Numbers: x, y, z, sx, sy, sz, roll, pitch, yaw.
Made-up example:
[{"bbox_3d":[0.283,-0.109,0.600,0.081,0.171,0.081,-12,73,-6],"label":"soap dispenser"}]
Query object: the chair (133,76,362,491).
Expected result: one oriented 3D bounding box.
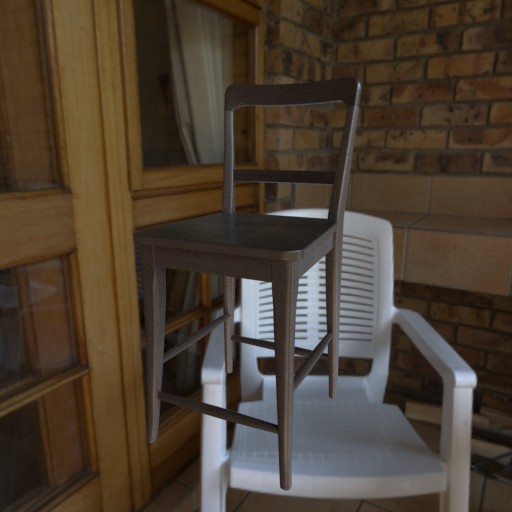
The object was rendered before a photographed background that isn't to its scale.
[{"bbox_3d":[0.000,0.000,1.257,0.450,0.991,0.546,7,15,25],"label":"chair"}]
